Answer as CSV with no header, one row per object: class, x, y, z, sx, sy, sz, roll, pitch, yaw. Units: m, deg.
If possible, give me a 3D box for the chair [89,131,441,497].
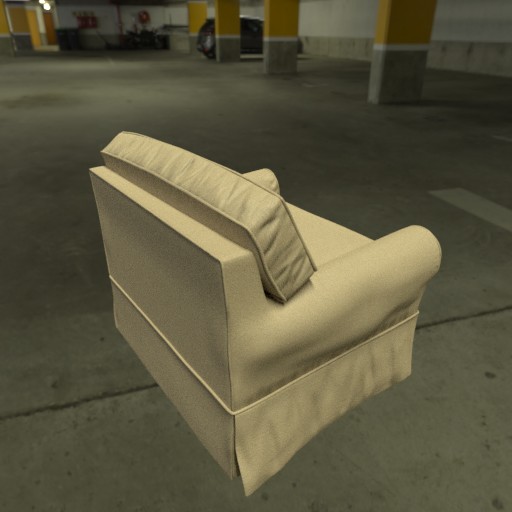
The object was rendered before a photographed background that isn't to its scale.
chair,0.000,0.000,1.751,0.903,0.937,1.096,-18,32,-32
